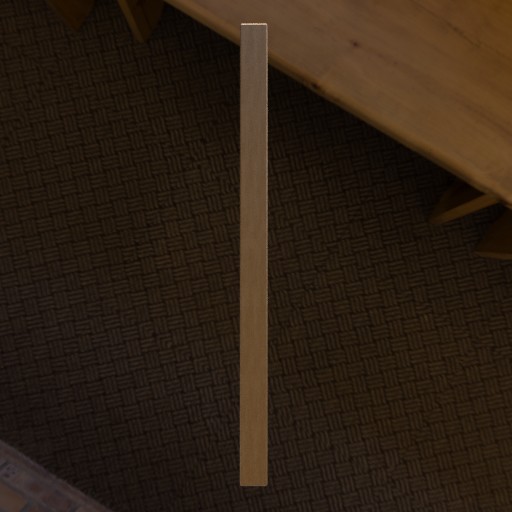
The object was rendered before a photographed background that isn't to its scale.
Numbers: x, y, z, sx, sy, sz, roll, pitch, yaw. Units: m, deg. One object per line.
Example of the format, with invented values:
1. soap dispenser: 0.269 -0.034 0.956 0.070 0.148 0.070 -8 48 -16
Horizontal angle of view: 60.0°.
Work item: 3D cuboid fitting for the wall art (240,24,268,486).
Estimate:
1. wall art: 0.000 0.000 0.735 0.030 0.506 0.503 0 89 1
